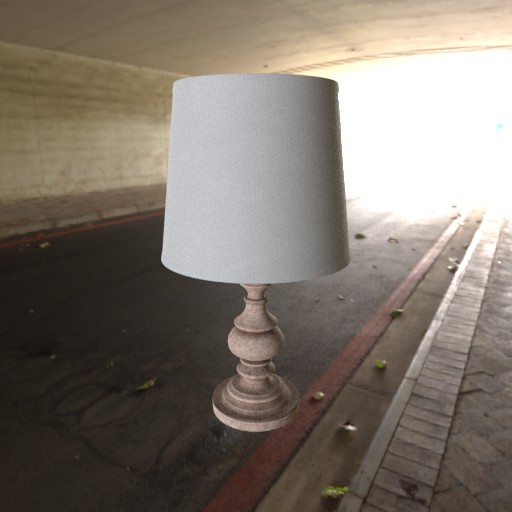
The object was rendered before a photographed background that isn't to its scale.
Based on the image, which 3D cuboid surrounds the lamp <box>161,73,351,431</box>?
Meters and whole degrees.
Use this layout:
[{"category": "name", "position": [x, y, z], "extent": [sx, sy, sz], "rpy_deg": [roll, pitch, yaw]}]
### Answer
[{"category": "lamp", "position": [0.000, 0.000, 0.653], "extent": [0.273, 0.497, 0.273], "rpy_deg": [0, 15, 0]}]
